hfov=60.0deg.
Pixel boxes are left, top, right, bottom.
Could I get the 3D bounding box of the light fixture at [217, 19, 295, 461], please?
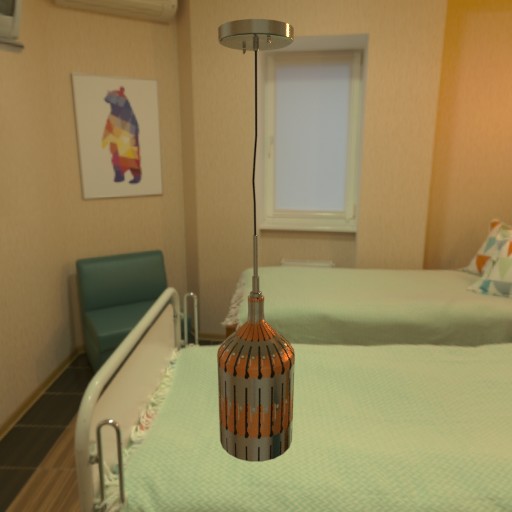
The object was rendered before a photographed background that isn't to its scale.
[{"bbox_3d":[0.000,0.000,1.643,0.303,1.535,0.303,0,14,0],"label":"light fixture"}]
